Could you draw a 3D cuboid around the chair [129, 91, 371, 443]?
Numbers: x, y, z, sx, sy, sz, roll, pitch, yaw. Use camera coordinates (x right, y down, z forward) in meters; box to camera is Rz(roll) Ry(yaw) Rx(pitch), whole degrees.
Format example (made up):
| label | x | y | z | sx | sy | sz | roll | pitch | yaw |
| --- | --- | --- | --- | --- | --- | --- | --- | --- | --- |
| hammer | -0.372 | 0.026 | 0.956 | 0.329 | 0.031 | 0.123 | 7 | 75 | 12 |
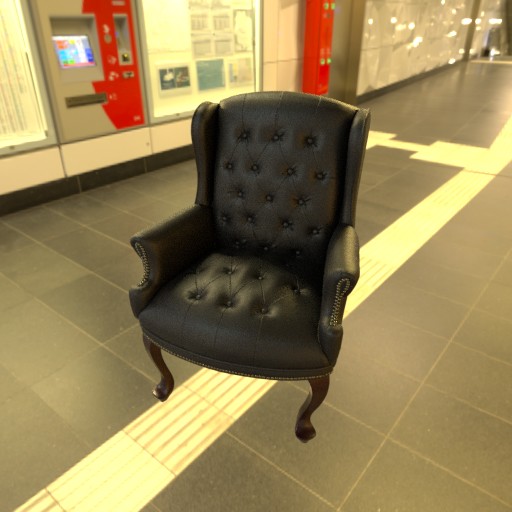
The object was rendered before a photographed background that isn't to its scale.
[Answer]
| label | x | y | z | sx | sy | sz | roll | pitch | yaw |
| --- | --- | --- | --- | --- | --- | --- | --- | --- | --- |
| chair | 0.000 | 0.000 | 1.730 | 0.831 | 1.133 | 0.822 | 10 | 30 | 17 |
